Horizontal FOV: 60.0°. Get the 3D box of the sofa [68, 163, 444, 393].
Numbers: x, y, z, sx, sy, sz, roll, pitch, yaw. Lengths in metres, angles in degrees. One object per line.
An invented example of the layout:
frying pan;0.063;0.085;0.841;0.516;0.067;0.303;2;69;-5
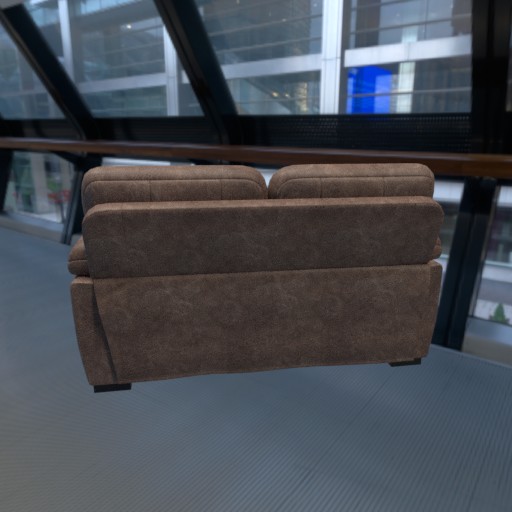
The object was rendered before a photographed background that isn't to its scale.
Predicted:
sofa;0.000;0.000;2.365;1.753;0.991;0.991;-2;15;-9
